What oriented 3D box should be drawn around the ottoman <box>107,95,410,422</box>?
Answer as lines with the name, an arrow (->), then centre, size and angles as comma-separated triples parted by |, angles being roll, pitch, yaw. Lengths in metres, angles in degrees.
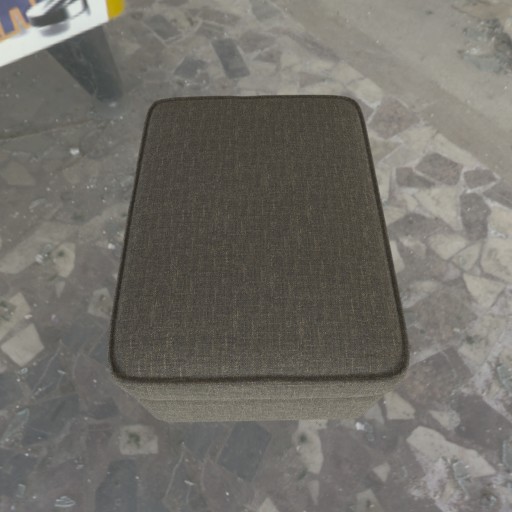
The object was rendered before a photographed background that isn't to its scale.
ottoman -> 0.000, 0.000, 1.101 | 0.549, 0.450, 0.749 | -1, 59, 0
